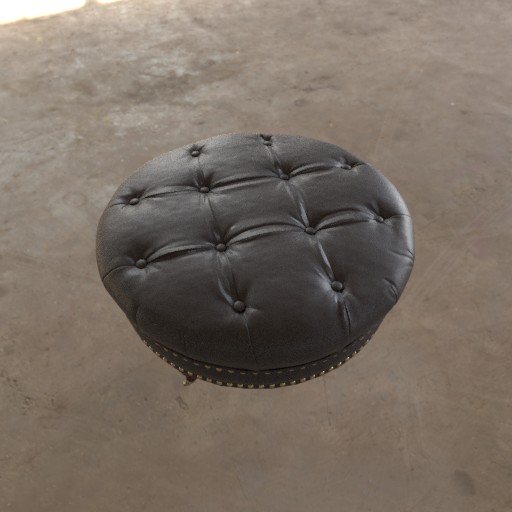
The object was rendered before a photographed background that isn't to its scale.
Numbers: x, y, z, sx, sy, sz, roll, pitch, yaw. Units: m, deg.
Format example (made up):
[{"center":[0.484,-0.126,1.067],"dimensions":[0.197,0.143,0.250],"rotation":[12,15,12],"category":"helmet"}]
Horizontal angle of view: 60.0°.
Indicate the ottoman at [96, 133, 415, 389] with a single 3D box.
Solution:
[{"center":[0.000,0.000,1.390],"dimensions":[0.901,0.439,0.901],"rotation":[0,48,0],"category":"ottoman"}]
